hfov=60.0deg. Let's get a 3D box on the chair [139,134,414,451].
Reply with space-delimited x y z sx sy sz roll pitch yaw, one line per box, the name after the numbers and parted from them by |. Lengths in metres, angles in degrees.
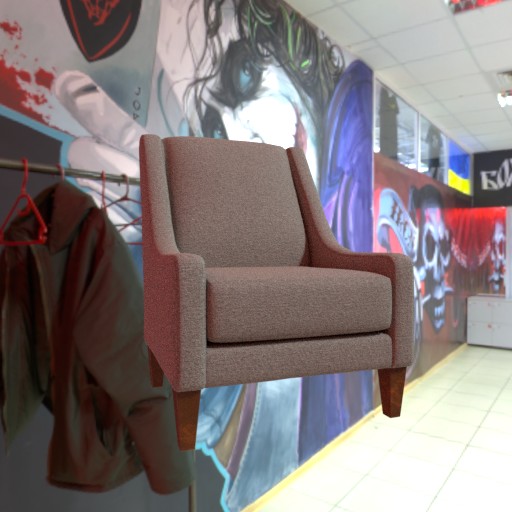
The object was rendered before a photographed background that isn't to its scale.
0.000 0.000 1.631 0.774 1.016 0.870 0 1 -20 | chair
